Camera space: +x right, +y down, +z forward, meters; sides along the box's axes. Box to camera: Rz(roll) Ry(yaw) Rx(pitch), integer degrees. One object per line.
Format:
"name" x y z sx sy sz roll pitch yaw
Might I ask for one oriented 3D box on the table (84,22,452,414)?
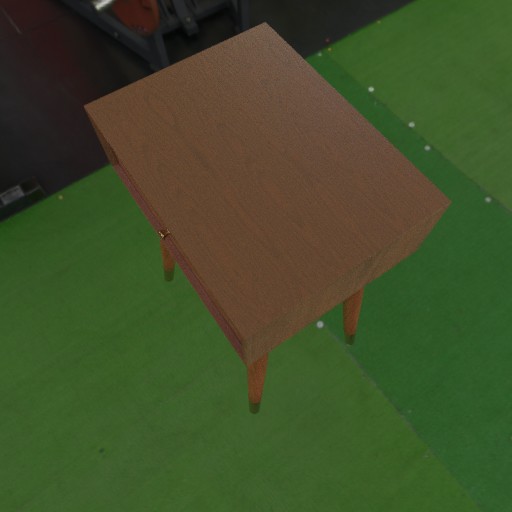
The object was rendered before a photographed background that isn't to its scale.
"table" 0.000 0.000 0.823 0.300 0.599 0.406 -32 68 -14
